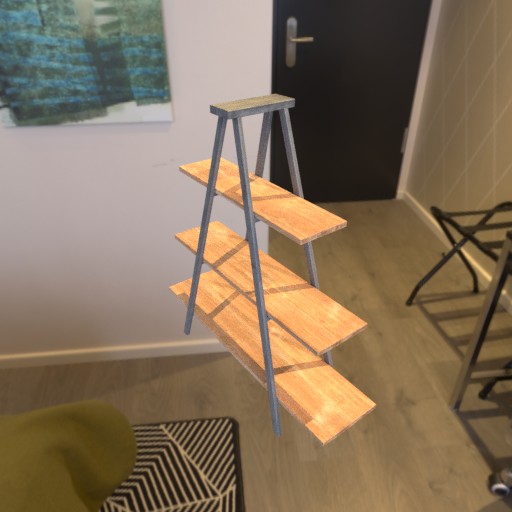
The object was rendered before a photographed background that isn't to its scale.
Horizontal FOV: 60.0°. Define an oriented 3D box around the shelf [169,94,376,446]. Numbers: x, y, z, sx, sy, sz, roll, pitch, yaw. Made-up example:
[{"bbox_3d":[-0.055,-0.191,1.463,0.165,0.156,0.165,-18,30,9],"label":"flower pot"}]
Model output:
[{"bbox_3d":[0.000,0.000,2.688,0.508,1.808,1.746,-22,38,-31],"label":"shelf"}]
